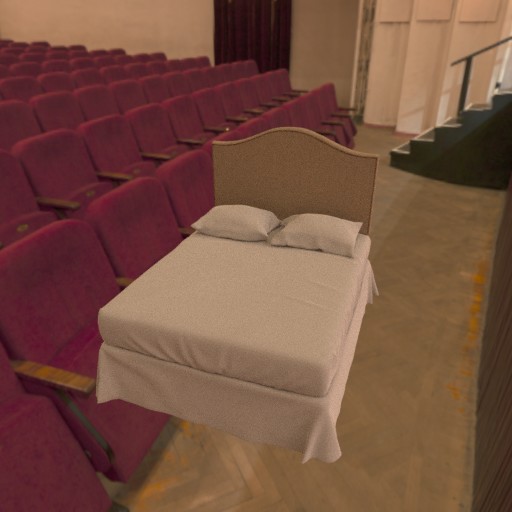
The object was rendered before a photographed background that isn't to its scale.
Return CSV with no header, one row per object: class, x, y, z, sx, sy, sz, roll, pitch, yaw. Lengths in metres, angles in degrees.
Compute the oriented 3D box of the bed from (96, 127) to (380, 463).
bed,0.000,0.000,3.518,1.876,1.645,2.221,9,28,18
